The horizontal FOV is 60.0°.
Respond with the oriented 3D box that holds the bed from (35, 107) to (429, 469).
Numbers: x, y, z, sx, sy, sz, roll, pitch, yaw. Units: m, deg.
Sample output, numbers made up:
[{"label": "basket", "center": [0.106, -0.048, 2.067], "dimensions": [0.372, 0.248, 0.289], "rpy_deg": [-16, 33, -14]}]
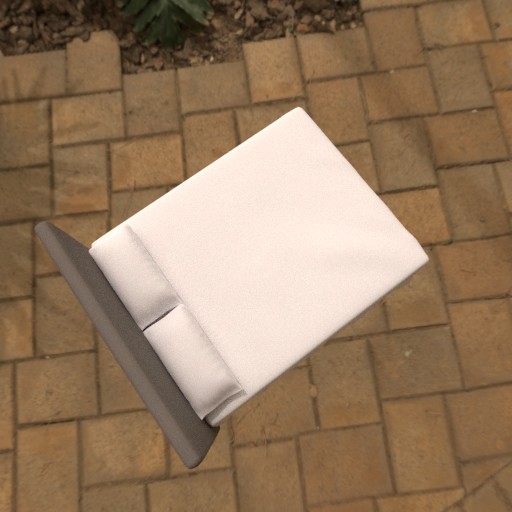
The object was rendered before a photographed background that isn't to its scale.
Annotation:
[{"label": "bed", "center": [0.000, 0.000, 3.224], "dimensions": [2.142, 1.330, 1.723], "rpy_deg": [-35, 79, -8]}]
